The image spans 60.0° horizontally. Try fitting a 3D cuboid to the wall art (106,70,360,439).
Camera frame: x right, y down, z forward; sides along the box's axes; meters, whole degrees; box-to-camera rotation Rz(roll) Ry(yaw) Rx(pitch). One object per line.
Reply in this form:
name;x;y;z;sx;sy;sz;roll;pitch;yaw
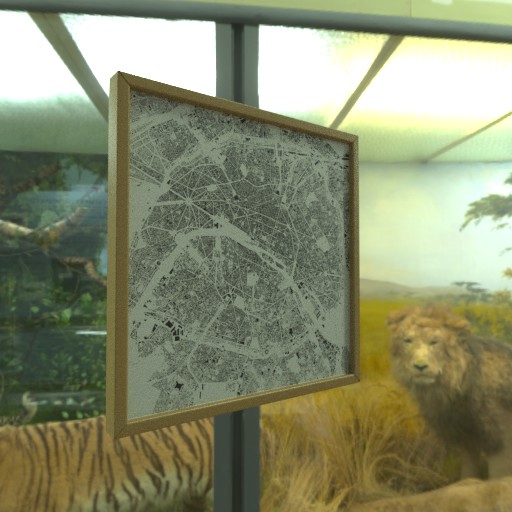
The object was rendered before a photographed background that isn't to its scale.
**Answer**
wall art;0.000;0.000;0.776;0.509;0.509;0.036;1;-2;-37
